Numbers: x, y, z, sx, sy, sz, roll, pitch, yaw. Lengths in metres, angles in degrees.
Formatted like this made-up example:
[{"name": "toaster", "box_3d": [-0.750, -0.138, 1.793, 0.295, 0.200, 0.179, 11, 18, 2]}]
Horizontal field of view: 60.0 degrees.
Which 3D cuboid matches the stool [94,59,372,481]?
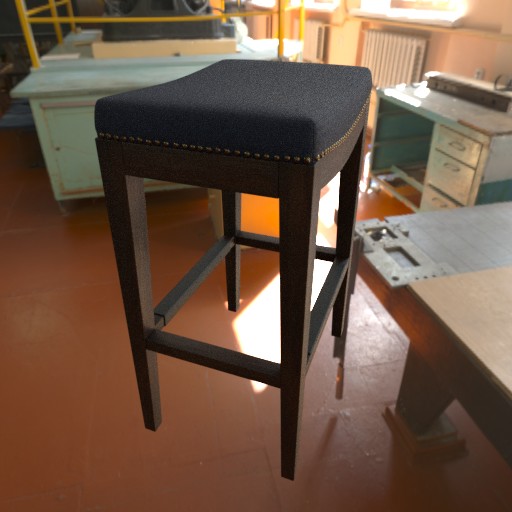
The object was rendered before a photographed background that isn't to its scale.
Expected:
[{"name": "stool", "box_3d": [0.000, 0.000, 0.977, 0.358, 0.740, 0.498, 11, 33, 18]}]
